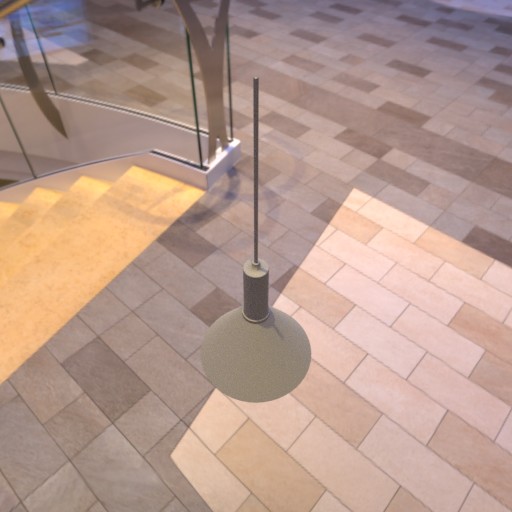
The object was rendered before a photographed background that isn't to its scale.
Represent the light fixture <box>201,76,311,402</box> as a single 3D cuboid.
[{"bbox_3d":[0.000,0.000,0.832,0.267,0.683,0.267,-3,47,-2],"label":"light fixture"}]
